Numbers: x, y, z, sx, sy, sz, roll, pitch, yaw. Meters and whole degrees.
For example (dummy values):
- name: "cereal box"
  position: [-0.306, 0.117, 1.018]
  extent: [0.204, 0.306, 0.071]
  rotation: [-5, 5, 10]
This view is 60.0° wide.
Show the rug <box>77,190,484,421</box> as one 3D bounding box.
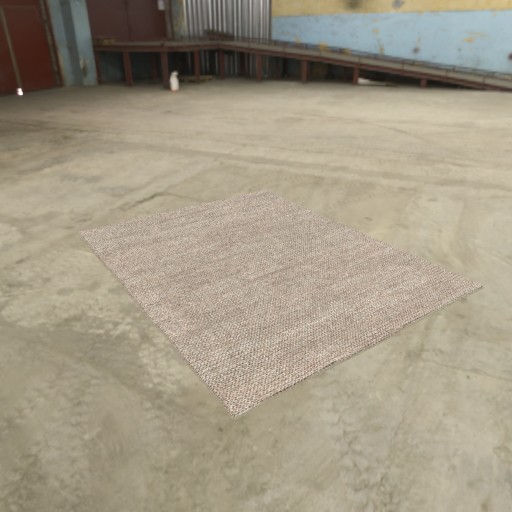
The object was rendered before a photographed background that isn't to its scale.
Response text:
- name: "rug"
  position: [0.000, 0.000, 4.111]
  extent: [2.429, 0.030, 3.052]
  rotation: [-17, 32, -31]
